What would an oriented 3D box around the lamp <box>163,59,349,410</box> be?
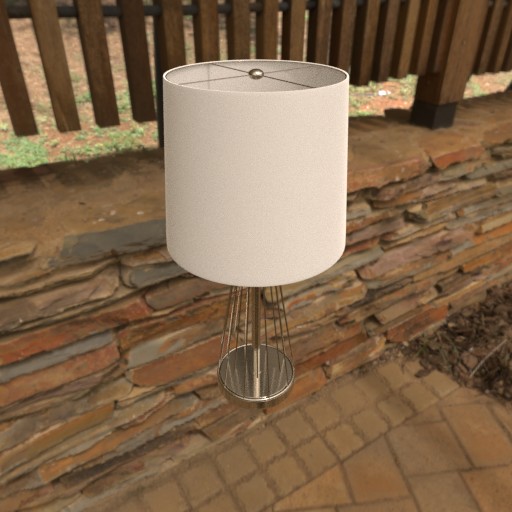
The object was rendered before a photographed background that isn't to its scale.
[{"bbox_3d":[0.000,0.000,0.785,0.303,0.618,0.303,0,32,0],"label":"lamp"}]
